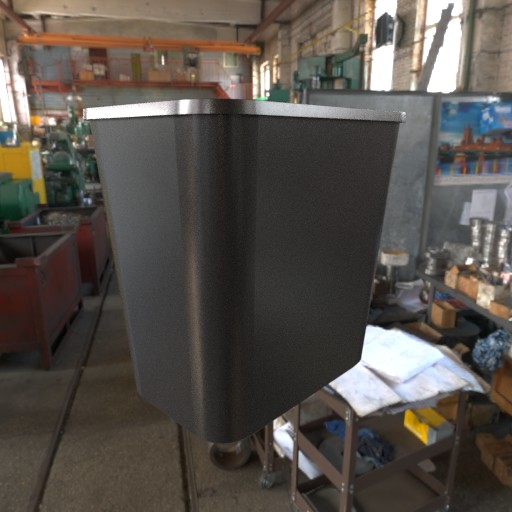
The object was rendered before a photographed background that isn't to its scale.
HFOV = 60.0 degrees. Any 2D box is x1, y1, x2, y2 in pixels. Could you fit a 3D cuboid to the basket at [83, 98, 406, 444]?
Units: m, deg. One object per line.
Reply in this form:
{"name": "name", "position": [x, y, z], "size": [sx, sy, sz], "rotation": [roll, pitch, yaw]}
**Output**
{"name": "basket", "position": [0.000, 0.000, 0.495], "size": [0.211, 0.307, 0.300], "rotation": [14, 21, 42]}
